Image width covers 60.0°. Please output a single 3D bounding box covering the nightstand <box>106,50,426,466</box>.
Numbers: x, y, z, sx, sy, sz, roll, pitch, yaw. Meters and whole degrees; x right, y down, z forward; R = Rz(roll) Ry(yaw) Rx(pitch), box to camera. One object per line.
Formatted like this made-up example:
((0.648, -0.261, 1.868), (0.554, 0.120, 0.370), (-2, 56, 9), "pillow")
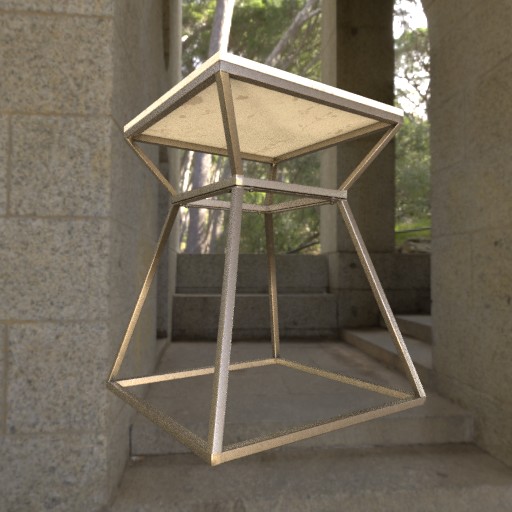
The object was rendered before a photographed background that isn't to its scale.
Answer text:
((0.000, 0.000, 0.887), (0.455, 0.554, 0.455), (1, -2, -35), "nightstand")
